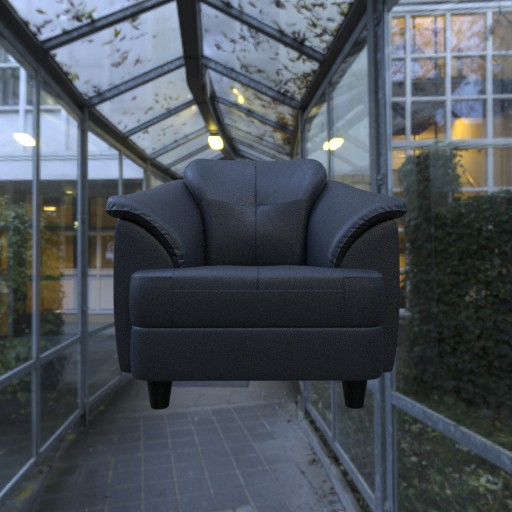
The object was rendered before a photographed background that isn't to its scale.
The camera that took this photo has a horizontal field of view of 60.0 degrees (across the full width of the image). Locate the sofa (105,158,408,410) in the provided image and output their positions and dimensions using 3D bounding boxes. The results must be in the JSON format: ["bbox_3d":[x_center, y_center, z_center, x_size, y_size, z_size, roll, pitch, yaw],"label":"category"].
[{"bbox_3d":[0.000,0.000,1.511,0.870,0.811,0.794,0,-1,-1],"label":"sofa"}]
